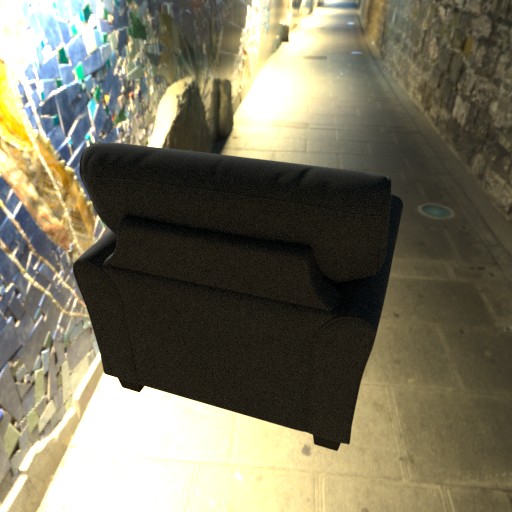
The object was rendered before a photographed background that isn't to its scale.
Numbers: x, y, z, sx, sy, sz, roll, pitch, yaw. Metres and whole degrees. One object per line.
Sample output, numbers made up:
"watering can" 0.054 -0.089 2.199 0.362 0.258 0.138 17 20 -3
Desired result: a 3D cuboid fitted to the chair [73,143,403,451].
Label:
"chair" 0.000 0.000 1.592 0.941 0.890 0.816 10 33 16
